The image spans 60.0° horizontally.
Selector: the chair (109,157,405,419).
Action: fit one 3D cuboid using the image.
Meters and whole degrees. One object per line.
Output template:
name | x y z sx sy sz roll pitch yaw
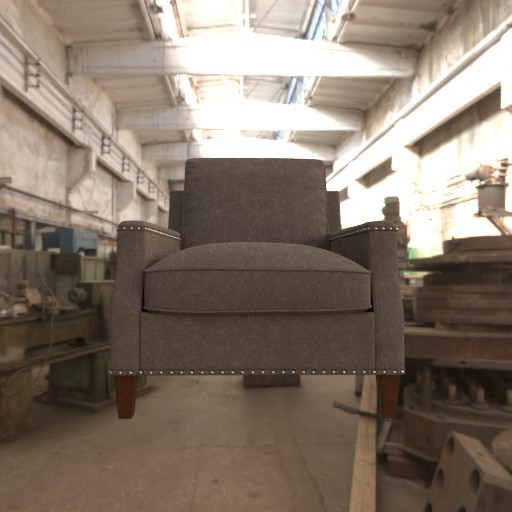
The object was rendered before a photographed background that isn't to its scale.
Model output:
chair | 0.000 0.000 1.740 0.853 0.948 1.014 0 -1 -1
